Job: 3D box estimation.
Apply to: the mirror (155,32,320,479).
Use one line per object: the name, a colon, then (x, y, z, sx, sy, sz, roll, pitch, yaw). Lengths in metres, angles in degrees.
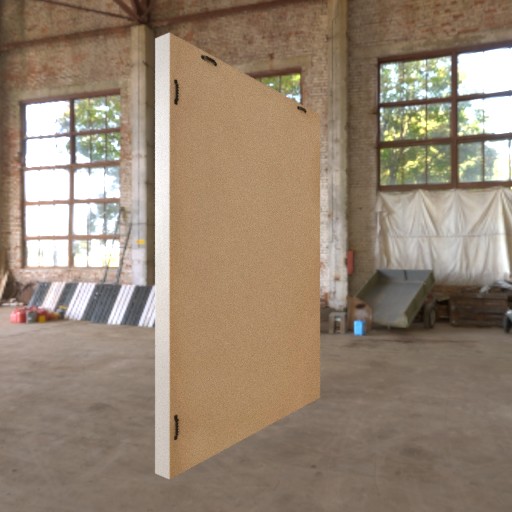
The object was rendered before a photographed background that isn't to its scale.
mirror: (0.000, 0.000, 0.917, 0.039, 0.710, 0.507, 0, 0, 36)
